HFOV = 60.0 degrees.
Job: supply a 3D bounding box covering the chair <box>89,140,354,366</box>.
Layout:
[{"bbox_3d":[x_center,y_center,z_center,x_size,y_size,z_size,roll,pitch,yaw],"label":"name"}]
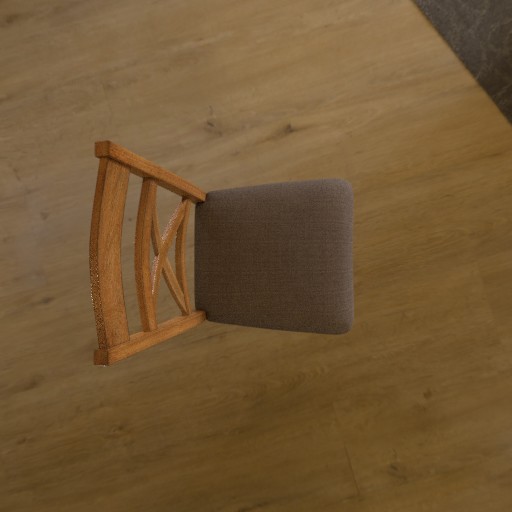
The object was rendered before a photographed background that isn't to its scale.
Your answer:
[{"bbox_3d":[0.000,0.000,1.264,0.581,0.949,0.470,0,89,2],"label":"chair"}]
